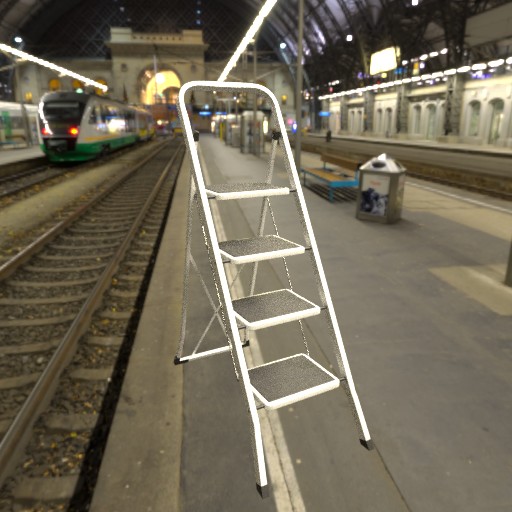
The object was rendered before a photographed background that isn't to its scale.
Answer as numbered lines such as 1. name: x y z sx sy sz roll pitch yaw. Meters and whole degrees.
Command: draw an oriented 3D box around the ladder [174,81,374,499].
1. ladder: 0.000 0.000 1.678 0.460 1.265 0.914 -9 19 -28
